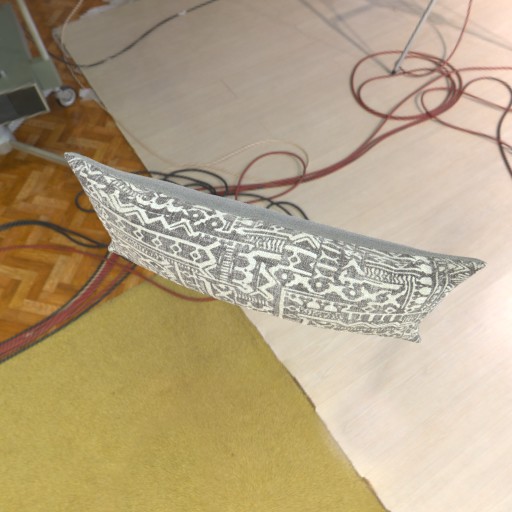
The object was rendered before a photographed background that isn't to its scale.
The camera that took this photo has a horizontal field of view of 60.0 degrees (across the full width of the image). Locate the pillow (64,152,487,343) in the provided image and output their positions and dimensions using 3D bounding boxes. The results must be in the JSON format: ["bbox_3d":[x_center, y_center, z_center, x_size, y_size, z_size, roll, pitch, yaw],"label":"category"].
[{"bbox_3d":[0.000,0.000,0.732,0.631,0.290,0.148,16,61,9],"label":"pillow"}]
